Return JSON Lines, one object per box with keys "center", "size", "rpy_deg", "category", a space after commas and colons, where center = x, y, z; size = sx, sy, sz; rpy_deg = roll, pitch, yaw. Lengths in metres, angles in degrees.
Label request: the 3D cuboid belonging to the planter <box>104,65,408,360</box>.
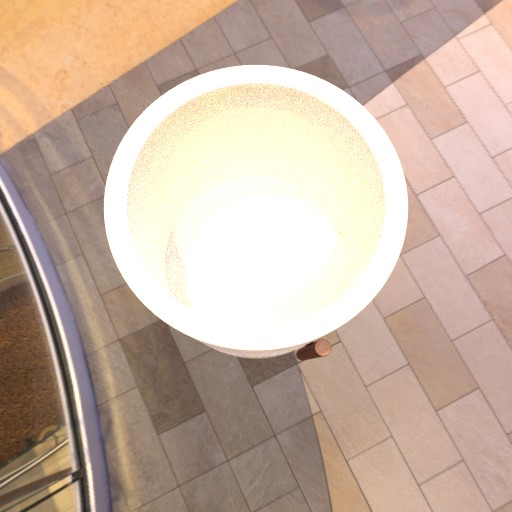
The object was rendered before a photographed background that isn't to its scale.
{"center": [0.000, 0.000, 0.933], "size": [0.417, 0.670, 0.417], "rpy_deg": [17, 76, 4], "category": "planter"}
